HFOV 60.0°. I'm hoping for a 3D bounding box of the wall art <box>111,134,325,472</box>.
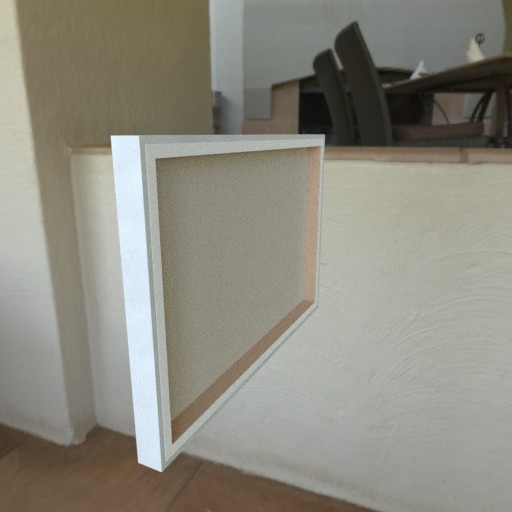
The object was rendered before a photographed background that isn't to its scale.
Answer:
[{"bbox_3d":[0.000,0.000,0.772,0.038,0.407,0.609,7,17,25],"label":"wall art"}]
